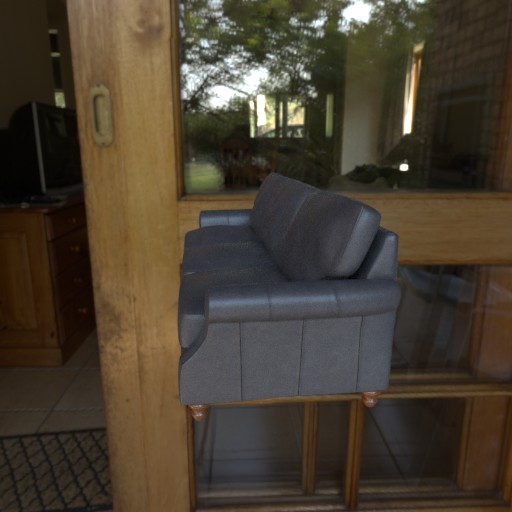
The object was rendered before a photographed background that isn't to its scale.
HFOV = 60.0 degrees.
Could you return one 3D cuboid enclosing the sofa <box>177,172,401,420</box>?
[{"bbox_3d":[0.000,0.000,2.922,0.974,0.977,2.387,-2,14,-7],"label":"sofa"}]
